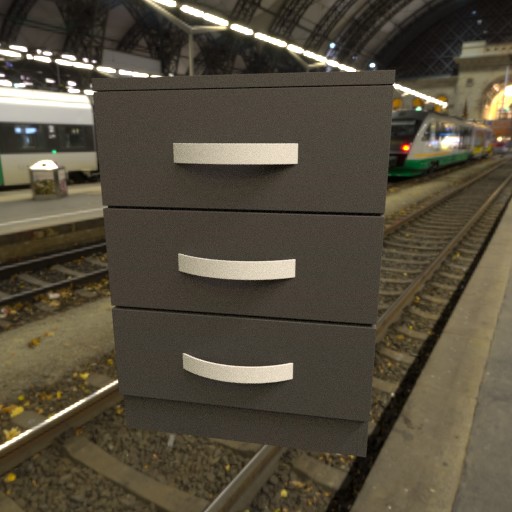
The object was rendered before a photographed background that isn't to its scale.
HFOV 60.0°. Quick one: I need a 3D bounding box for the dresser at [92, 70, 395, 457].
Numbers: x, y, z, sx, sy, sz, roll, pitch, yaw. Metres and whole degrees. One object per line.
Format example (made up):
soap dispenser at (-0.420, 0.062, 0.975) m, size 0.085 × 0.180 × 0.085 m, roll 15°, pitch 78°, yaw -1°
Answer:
dresser at (0.000, 0.000, 0.786) m, size 0.400 × 0.560 × 0.360 m, roll 3°, pitch 15°, yaw 10°
